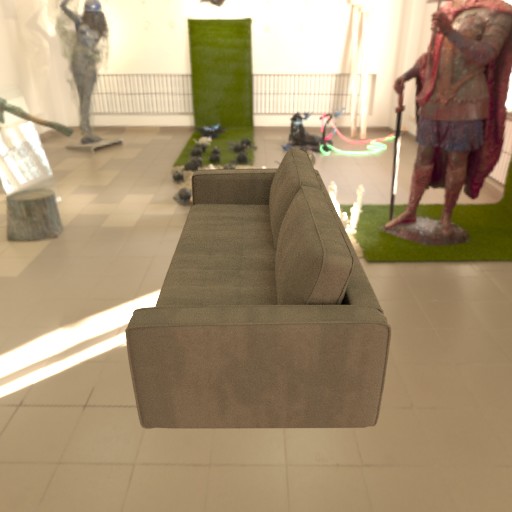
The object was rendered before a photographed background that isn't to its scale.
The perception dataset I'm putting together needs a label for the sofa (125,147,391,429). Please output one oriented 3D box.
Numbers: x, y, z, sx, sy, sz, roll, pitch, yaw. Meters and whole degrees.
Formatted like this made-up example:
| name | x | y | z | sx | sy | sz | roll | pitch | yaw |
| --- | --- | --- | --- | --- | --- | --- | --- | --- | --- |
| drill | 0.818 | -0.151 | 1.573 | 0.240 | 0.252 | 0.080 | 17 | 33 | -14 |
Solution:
| name | x | y | z | sx | sy | sz | roll | pitch | yaw |
| --- | --- | --- | --- | --- | --- | --- | --- | --- | --- |
| sofa | 0.000 | 0.000 | 2.413 | 0.924 | 0.825 | 1.920 | 0 | 27 | 0 |
